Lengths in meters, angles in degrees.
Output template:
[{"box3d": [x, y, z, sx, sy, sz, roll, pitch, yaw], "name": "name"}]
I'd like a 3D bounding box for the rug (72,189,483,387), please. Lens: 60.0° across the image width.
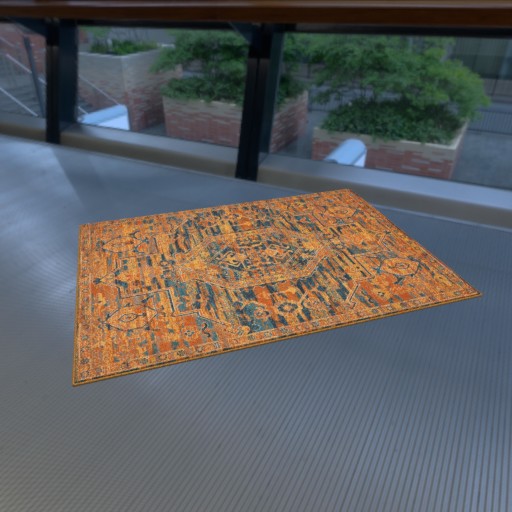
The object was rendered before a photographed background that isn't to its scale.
[{"box3d": [0.000, 0.000, 2.876, 2.204, 0.024, 1.588, -9, 33, -15], "name": "rug"}]
